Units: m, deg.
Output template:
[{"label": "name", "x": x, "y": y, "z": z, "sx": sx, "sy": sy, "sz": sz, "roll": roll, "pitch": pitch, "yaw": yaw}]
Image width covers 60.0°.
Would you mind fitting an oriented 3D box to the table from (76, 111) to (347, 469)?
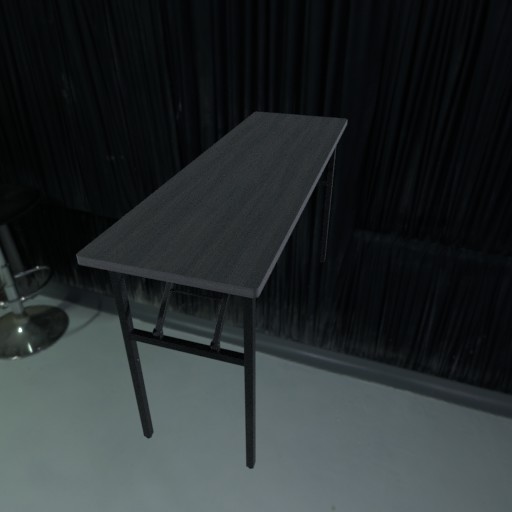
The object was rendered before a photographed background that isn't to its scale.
[{"label": "table", "x": 0.000, "y": 0.000, "z": 1.743, "sx": 0.449, "sy": 0.750, "sz": 1.399, "roll": 9, "pitch": 33, "yaw": 15}]
